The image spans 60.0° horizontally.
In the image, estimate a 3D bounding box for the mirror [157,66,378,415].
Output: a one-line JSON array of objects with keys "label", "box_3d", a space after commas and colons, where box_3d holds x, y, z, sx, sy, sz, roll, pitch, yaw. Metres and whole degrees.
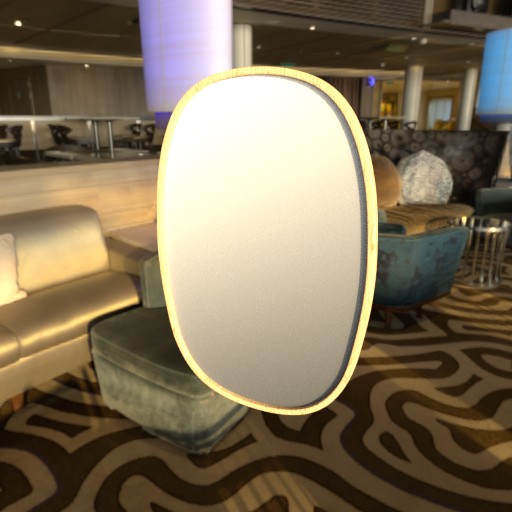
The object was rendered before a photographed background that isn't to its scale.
[{"label": "mirror", "box_3d": [0.000, 0.000, 1.365, 0.724, 1.075, 0.037, 8, 19, 25]}]
